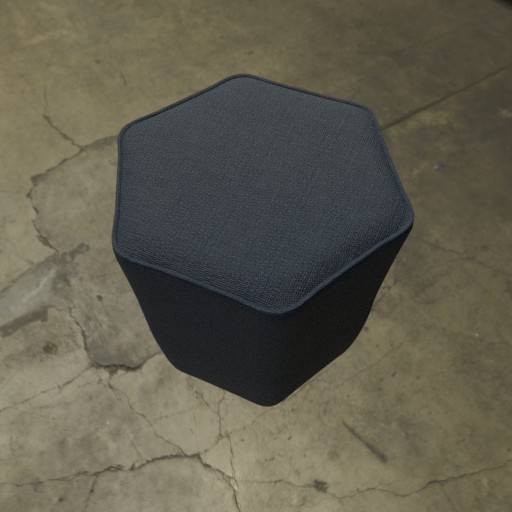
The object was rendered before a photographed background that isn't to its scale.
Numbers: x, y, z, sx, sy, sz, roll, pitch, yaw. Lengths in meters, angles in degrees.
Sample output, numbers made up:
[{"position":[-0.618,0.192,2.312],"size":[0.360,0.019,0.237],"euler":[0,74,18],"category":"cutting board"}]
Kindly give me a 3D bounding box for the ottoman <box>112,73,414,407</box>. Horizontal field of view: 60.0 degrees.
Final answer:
[{"position":[0.000,0.000,0.884],"size":[0.492,0.505,0.454],"euler":[-29,62,-17],"category":"ottoman"}]
